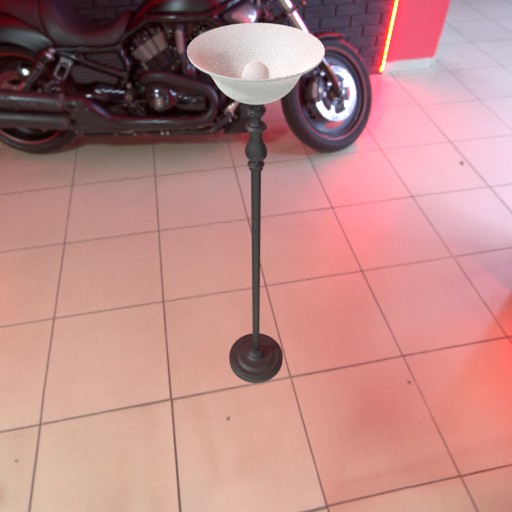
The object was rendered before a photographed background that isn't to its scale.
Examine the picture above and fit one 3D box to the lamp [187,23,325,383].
[{"bbox_3d":[0.000,0.000,1.965,0.405,1.797,0.405,16,49,14],"label":"lamp"}]
